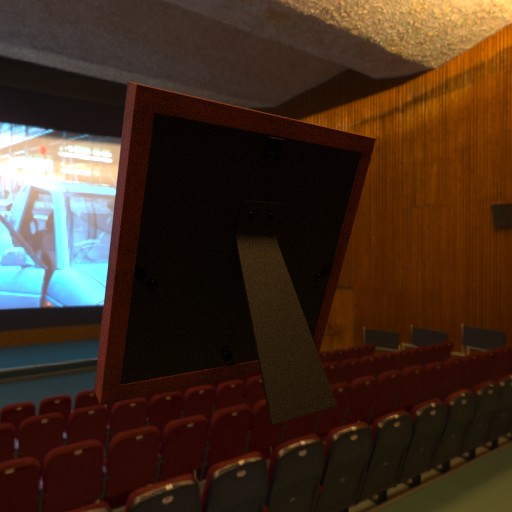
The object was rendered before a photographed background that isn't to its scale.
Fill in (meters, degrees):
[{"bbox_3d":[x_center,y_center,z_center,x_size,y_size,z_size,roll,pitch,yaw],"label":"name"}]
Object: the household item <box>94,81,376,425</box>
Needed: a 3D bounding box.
[{"bbox_3d":[0.000,0.000,0.387,0.240,0.240,0.131,0,1,-36],"label":"household item"}]
